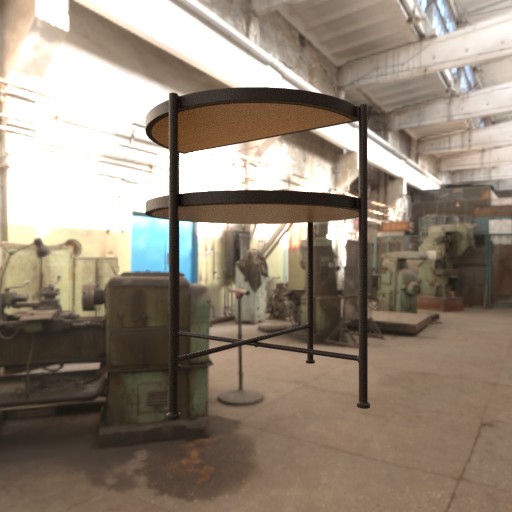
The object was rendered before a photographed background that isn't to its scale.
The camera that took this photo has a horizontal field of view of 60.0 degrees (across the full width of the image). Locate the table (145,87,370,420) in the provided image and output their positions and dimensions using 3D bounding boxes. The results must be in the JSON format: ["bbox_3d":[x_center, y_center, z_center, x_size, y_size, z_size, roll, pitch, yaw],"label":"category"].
[{"bbox_3d":[0.000,0.000,1.180,0.629,0.684,0.628,0,0,36],"label":"table"}]
